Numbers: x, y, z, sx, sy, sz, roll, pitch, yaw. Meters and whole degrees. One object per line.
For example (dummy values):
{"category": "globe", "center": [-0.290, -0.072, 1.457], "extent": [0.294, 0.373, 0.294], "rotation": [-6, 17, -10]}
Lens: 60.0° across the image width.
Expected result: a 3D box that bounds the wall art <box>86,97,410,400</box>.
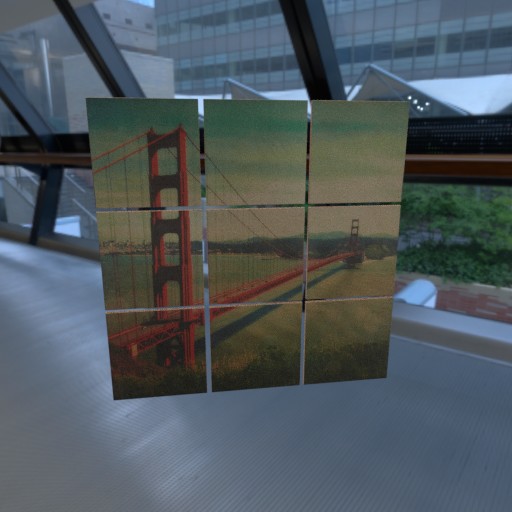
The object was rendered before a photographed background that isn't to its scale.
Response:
{"category": "wall art", "center": [0.000, 0.000, 1.364], "extent": [0.917, 0.910, 0.012], "rotation": [-2, 15, -8]}
